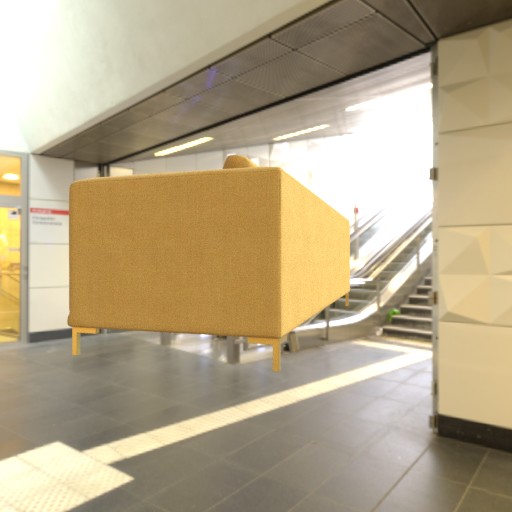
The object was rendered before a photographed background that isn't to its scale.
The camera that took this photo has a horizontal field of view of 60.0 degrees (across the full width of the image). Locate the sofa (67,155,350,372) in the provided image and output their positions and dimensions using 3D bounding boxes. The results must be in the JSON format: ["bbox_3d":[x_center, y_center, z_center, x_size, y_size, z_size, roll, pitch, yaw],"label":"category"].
[{"bbox_3d":[0.000,0.000,2.914,0.969,0.867,2.415,0,0,18],"label":"sofa"}]
